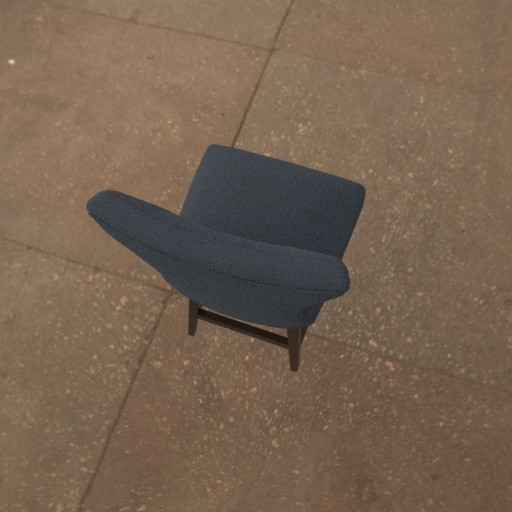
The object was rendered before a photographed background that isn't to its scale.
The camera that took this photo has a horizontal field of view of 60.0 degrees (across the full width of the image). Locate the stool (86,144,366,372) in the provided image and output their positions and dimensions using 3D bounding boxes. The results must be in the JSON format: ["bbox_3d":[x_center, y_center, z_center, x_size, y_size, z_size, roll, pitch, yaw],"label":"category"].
[{"bbox_3d":[0.000,0.000,1.323,0.514,1.000,0.574,17,64,9],"label":"stool"}]
